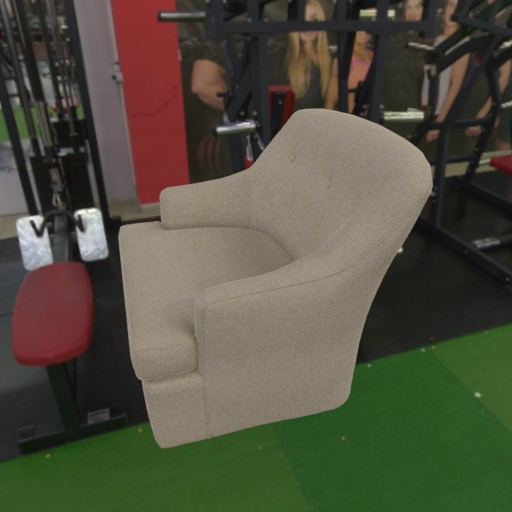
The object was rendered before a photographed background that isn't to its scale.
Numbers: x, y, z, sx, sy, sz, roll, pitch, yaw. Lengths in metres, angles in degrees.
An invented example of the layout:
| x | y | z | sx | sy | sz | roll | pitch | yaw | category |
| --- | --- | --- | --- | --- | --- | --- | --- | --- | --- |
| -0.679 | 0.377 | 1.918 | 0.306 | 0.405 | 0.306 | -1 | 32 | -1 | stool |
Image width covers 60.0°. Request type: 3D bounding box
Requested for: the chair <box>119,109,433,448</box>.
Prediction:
| x | y | z | sx | sy | sz | roll | pitch | yaw | category |
| --- | --- | --- | --- | --- | --- | --- | --- | --- | --- |
| 0.000 | 0.000 | 1.566 | 0.923 | 0.856 | 0.864 | -9 | 32 | -15 | chair |
